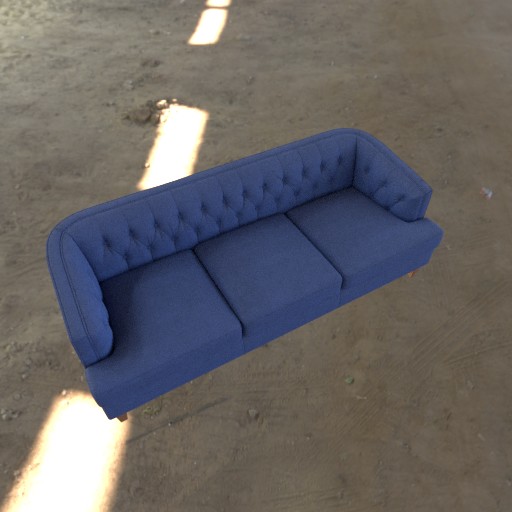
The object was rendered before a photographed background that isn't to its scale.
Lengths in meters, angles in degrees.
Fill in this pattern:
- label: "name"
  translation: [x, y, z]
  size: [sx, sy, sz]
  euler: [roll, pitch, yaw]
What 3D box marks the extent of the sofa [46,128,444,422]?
- label: "sofa"
  translation: [0.000, 0.000, 2.705]
  size: [2.235, 0.787, 0.914]
  euler: [-22, 50, -20]
